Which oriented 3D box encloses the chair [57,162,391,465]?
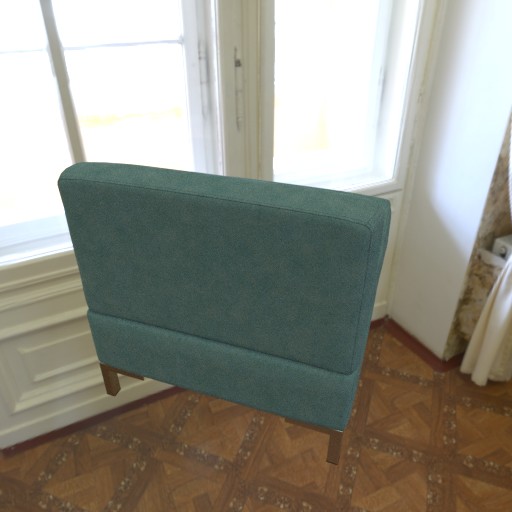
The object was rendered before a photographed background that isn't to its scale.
[{"bbox_3d":[0.000,0.000,1.243,0.684,0.660,0.685,10,33,16],"label":"chair"}]
